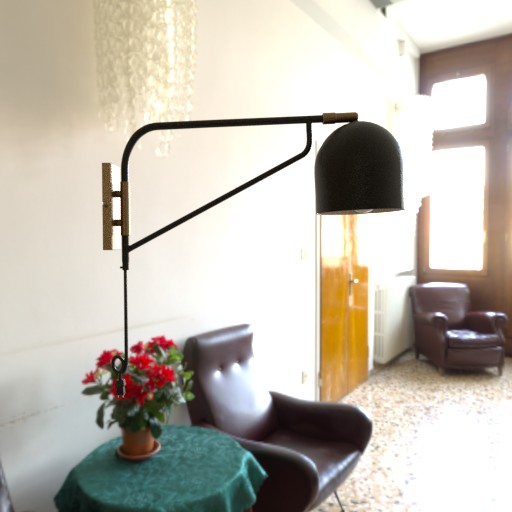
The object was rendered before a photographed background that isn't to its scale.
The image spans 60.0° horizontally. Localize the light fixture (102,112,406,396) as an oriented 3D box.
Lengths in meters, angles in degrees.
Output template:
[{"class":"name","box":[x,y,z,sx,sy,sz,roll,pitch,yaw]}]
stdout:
[{"class":"light fixture","box":[0.000,0.000,1.082,0.720,0.696,0.215,0,2,-1]}]
